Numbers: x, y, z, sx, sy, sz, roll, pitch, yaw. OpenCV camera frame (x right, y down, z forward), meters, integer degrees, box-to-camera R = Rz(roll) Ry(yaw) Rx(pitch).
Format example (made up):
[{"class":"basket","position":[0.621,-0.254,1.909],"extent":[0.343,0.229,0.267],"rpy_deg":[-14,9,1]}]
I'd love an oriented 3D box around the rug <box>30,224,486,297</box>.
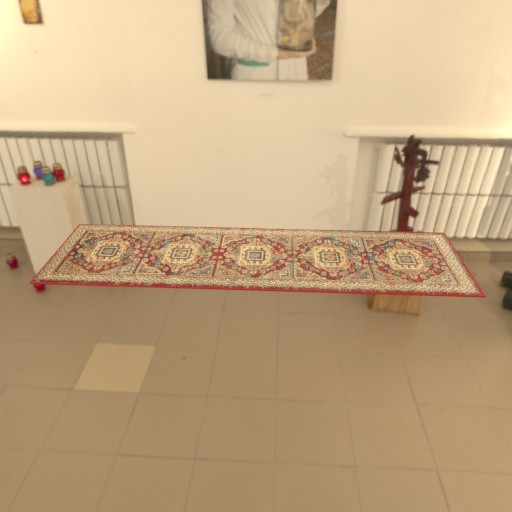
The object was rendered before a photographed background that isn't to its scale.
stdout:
[{"class":"rug","position":[0.000,0.000,2.503],"extent":[2.292,0.015,0.659],"rpy_deg":[2,31,2]}]
